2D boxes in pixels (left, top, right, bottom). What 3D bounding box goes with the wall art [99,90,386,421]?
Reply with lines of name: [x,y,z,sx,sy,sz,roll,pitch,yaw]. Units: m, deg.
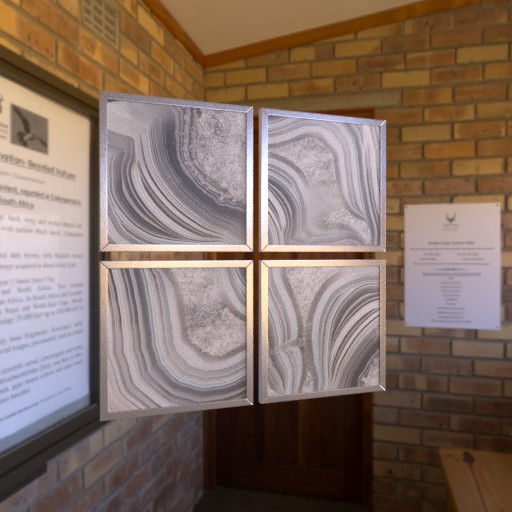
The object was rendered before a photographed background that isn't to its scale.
wall art: [0.000,0.000,1.681,1.118,1.118,0.029,0,0,-18]
